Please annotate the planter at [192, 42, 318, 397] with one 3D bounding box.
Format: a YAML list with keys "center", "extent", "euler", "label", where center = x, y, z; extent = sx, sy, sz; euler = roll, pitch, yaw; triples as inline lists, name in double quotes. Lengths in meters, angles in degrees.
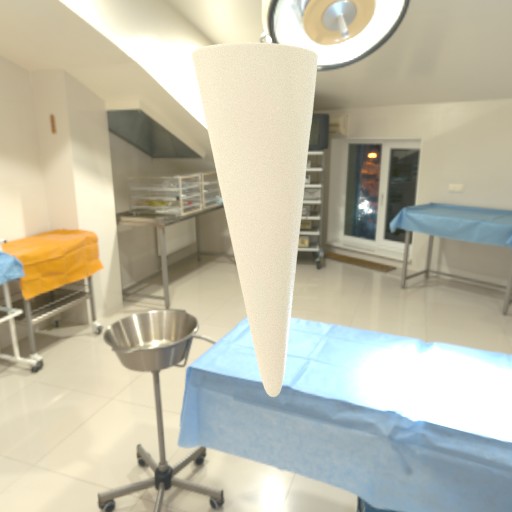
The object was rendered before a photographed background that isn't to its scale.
- center: [0.000, 0.000, 0.232]
  extent: [0.057, 0.193, 0.064]
  euler: [7, 17, 26]
  label: "planter"
